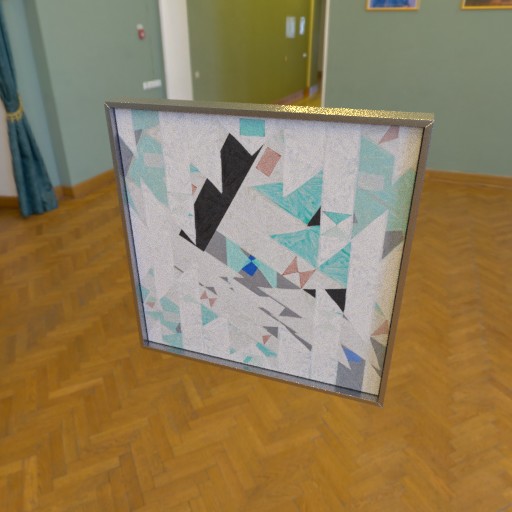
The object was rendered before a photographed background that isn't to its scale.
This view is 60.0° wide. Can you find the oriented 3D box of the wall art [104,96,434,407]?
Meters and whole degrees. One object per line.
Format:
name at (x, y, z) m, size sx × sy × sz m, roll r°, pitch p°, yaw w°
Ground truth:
wall art at (0.000, 0.000, 0.542) m, size 0.350 × 0.350 × 0.038 m, roll 9°, pitch 29°, yaw 17°
